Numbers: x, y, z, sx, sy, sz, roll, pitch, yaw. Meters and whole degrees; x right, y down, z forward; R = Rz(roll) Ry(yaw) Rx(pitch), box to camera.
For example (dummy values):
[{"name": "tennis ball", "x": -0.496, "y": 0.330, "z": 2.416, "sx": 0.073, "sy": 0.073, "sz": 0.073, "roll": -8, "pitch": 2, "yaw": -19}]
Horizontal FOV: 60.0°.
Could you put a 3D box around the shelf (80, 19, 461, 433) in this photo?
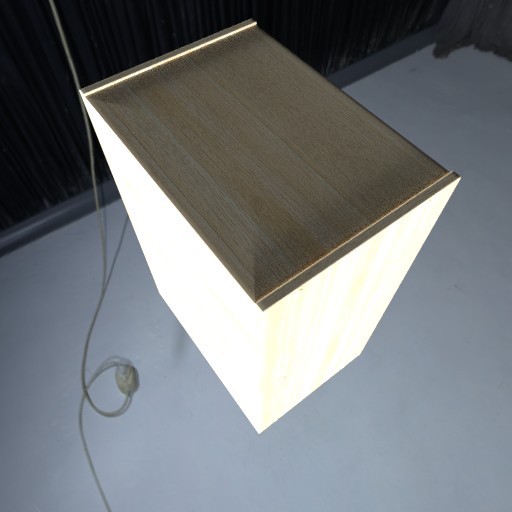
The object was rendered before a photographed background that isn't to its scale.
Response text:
[{"name": "shelf", "x": 0.000, "y": 0.000, "z": 0.807, "sx": 0.290, "sy": 0.592, "sz": 0.414, "roll": -32, "pitch": 63, "yaw": -19}]
